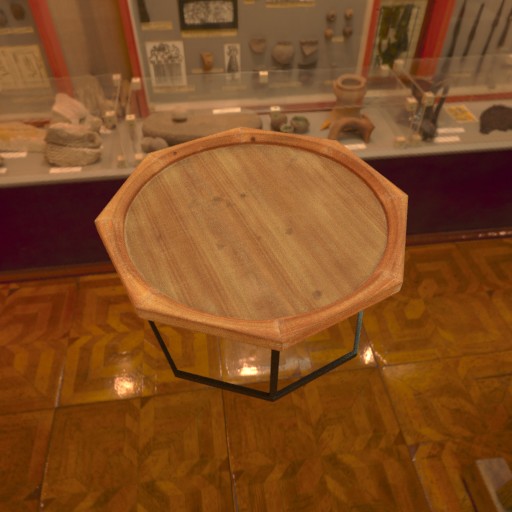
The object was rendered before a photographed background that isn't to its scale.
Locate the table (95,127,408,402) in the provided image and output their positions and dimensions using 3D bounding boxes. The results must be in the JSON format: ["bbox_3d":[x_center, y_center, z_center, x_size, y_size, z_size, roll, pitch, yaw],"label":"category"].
[{"bbox_3d":[0.000,0.000,1.564,1.002,0.444,1.002,0,46,0],"label":"table"}]
